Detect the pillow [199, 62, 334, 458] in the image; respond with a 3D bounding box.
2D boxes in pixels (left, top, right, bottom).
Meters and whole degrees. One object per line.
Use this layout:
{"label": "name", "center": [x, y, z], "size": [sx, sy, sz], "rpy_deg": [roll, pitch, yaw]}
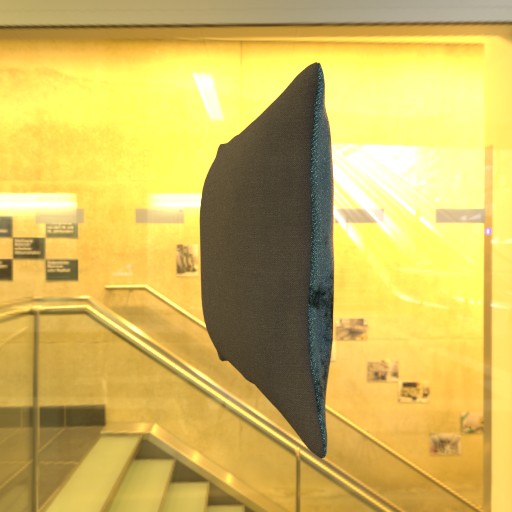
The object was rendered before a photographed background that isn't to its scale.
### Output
{"label": "pillow", "center": [0.000, 0.000, 0.674], "size": [0.138, 0.430, 0.436], "rpy_deg": [0, 0, -19]}
